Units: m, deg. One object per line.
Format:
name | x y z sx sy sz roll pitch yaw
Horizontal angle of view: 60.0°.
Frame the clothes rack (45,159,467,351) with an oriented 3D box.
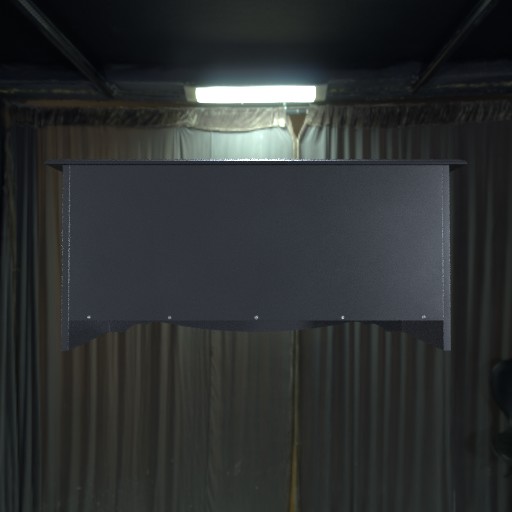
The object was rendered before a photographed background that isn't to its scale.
clothes rack | 0.000 0.000 1.476 1.219 0.556 0.406 0 -1 0
